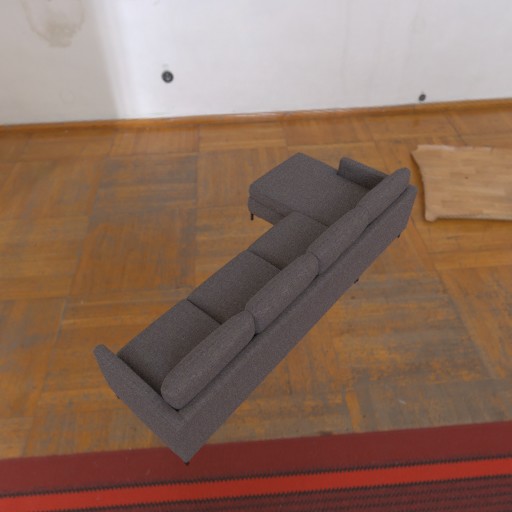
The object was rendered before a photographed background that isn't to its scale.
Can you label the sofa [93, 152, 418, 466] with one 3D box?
[{"bbox_3d":[0.000,0.000,3.354,1.258,0.754,2.731,31,53,27],"label":"sofa"}]
